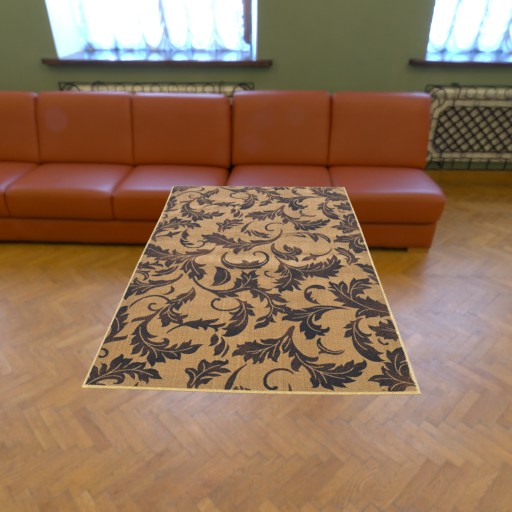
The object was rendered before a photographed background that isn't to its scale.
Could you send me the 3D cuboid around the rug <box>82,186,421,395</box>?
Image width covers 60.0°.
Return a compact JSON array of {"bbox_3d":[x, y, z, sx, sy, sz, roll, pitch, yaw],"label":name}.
[{"bbox_3d":[0.000,0.000,2.929,1.522,0.008,2.284,1,32,1],"label":"rug"}]
